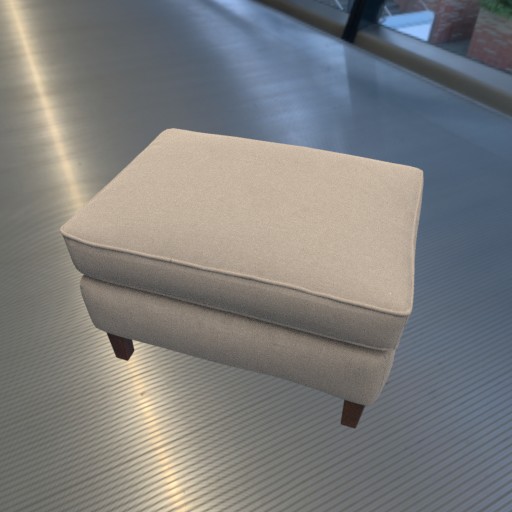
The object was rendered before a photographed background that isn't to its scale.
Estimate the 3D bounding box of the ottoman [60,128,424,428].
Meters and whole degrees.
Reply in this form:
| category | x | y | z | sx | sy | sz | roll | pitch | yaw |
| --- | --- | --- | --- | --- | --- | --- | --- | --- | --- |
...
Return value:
| category | x | y | z | sx | sy | sz | roll | pitch | yaw |
| --- | --- | --- | --- | --- | --- | --- | --- | --- | --- |
| ottoman | 0.000 | 0.000 | 1.023 | 0.665 | 0.456 | 0.501 | 12 | 44 | 13 |
